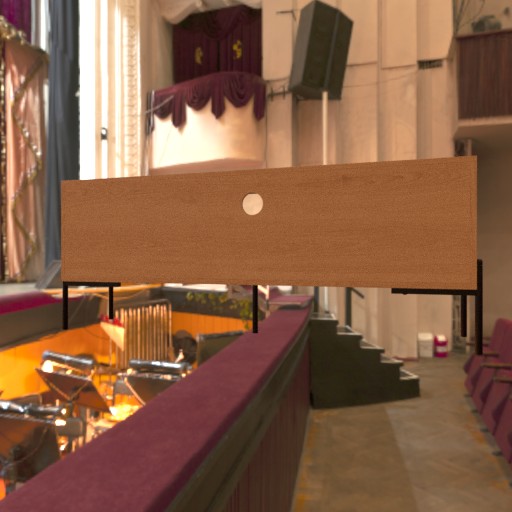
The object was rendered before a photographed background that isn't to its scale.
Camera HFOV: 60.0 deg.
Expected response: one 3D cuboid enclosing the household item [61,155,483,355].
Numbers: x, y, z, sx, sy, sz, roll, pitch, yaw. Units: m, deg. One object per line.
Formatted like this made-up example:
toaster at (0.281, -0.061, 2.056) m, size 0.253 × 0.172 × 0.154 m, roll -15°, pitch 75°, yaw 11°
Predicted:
household item at (0.000, 0.000, 1.738) m, size 1.550 × 0.600 × 0.400 m, roll 0°, pitch 0°, yaw 17°
